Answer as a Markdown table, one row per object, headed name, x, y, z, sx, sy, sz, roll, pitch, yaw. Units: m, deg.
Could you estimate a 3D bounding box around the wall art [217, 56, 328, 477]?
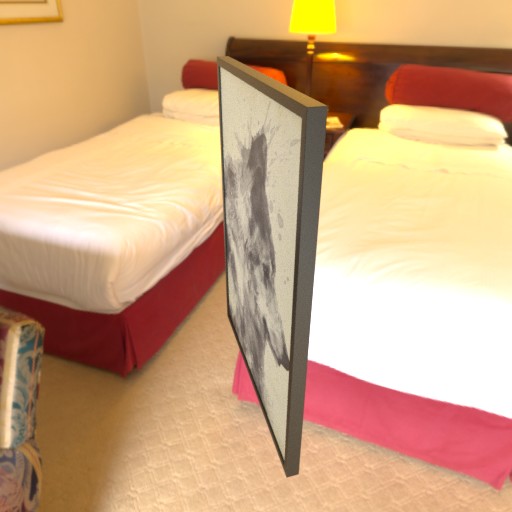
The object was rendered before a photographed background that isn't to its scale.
| name | x | y | z | sx | sy | sz | roll | pitch | yaw |
| --- | --- | --- | --- | --- | --- | --- | --- | --- | --- |
| wall art | 0.000 | 0.000 | 1.383 | 0.039 | 1.061 | 0.804 | -8 | 31 | -14 |
